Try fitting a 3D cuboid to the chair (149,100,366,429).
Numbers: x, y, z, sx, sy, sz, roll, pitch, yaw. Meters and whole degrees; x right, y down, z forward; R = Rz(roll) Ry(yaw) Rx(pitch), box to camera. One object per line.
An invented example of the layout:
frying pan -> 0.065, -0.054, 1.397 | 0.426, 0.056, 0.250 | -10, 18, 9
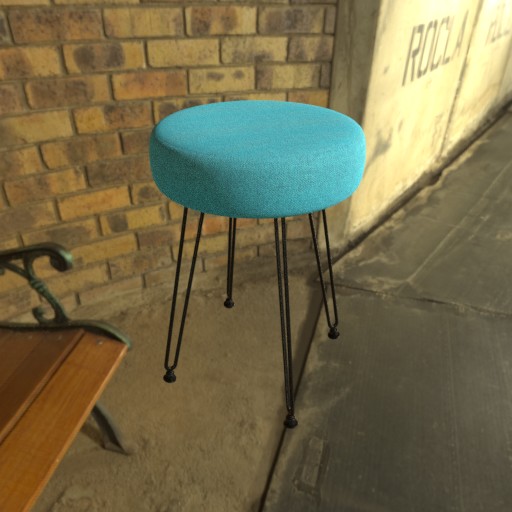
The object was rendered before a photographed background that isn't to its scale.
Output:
chair -> 0.000, 0.000, 0.720 | 0.350, 0.440, 0.350 | -11, 33, -17
